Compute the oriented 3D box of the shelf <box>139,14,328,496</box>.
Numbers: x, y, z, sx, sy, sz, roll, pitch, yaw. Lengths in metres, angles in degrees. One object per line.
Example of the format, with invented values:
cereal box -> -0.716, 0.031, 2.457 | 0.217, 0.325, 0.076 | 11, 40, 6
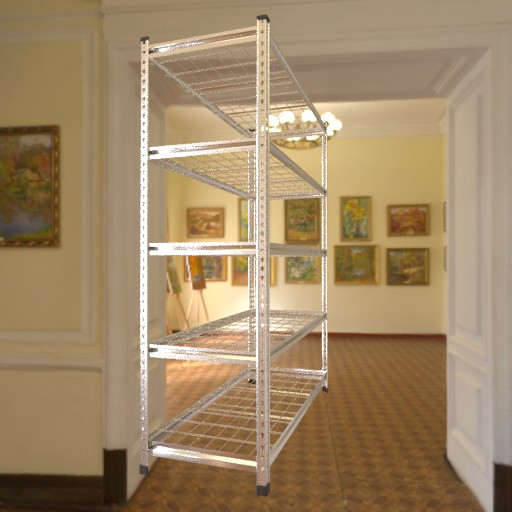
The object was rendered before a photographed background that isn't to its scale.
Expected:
shelf -> 0.000, 0.000, 2.637 | 0.610, 1.981, 1.524 | 0, 0, 19
